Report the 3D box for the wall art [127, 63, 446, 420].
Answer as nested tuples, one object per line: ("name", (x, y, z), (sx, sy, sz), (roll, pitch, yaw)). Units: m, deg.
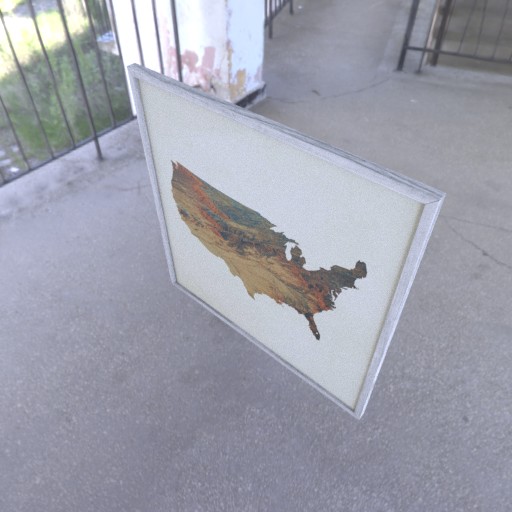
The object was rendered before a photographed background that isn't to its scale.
("wall art", (0.000, 0.000, 0.749), (0.508, 0.507, 0.016), (31, 53, 27))
